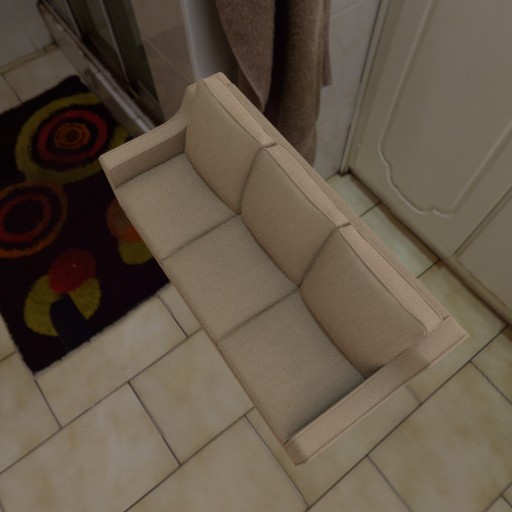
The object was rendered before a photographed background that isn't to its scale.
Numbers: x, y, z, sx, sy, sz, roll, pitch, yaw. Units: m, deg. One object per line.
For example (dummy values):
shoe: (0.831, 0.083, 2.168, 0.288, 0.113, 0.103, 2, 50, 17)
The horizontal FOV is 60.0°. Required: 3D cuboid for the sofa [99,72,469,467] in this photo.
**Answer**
sofa: (0.000, 0.000, 2.486, 0.911, 0.974, 1.986, -32, 68, -15)
